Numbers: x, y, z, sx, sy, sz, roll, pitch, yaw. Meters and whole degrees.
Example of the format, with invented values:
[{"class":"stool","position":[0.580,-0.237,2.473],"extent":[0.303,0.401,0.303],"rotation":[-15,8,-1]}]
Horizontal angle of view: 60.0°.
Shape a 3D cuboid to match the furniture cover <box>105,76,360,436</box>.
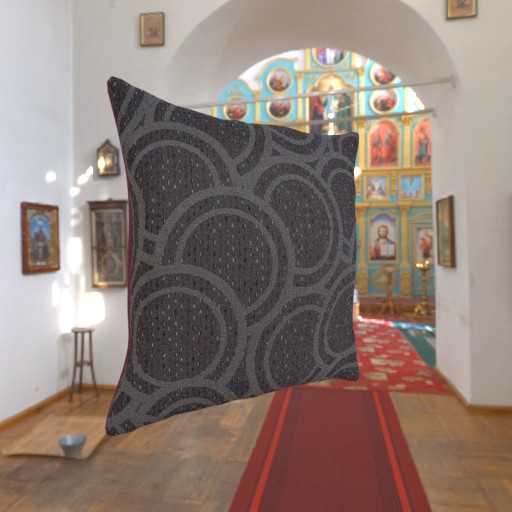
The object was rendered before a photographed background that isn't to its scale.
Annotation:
[{"class":"furniture cover","position":[0.000,0.000,0.772],"extent":[0.514,0.513,0.163],"rotation":[0,0,-35]}]
